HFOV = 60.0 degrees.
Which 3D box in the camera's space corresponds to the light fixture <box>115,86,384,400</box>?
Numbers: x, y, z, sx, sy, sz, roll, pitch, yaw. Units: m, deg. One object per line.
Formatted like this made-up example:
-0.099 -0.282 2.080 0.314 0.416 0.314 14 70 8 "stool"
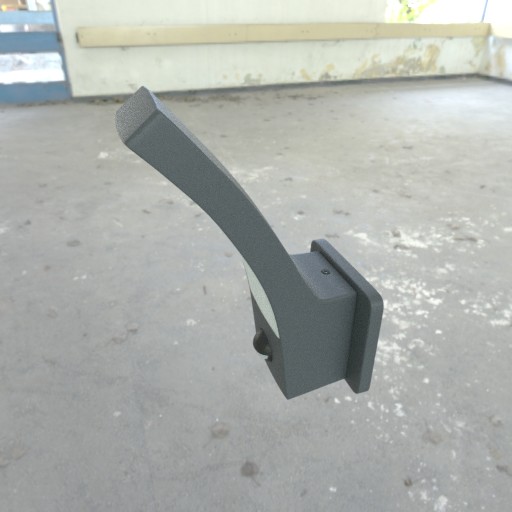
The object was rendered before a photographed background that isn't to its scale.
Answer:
0.000 0.000 0.337 0.174 0.243 0.108 -9 31 -16 "light fixture"
